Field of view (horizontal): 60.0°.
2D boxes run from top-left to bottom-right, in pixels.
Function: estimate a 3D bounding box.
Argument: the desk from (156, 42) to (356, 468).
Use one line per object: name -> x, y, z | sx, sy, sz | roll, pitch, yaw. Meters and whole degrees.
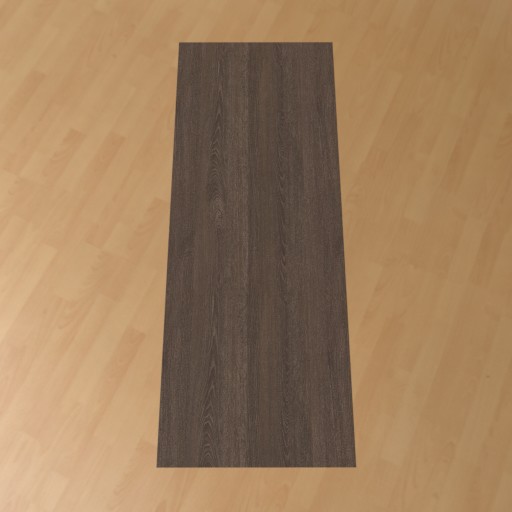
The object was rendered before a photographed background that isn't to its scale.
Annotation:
desk -> 0.000, 0.000, 1.897 | 0.600, 0.760, 1.524 | 0, 75, 0
